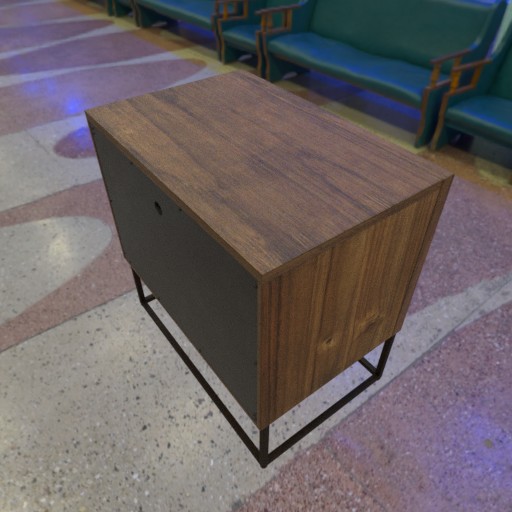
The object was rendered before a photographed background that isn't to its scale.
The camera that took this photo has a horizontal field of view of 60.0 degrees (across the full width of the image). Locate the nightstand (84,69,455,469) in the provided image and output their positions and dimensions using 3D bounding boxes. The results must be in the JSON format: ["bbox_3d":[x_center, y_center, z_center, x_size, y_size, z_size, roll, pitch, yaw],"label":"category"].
[{"bbox_3d":[0.000,0.000,1.039,0.437,0.610,0.610,-27,48,-26],"label":"nightstand"}]
